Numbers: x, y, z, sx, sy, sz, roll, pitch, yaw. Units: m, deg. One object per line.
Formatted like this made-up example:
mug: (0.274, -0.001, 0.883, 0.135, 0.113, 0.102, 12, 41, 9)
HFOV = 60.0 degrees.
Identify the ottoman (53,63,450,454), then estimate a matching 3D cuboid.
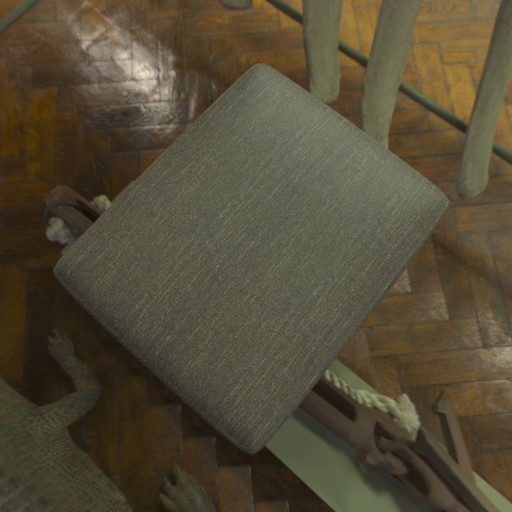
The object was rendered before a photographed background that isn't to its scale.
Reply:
ottoman: (0.000, 0.000, 1.278, 0.671, 0.490, 0.820, 39, 79, 10)
